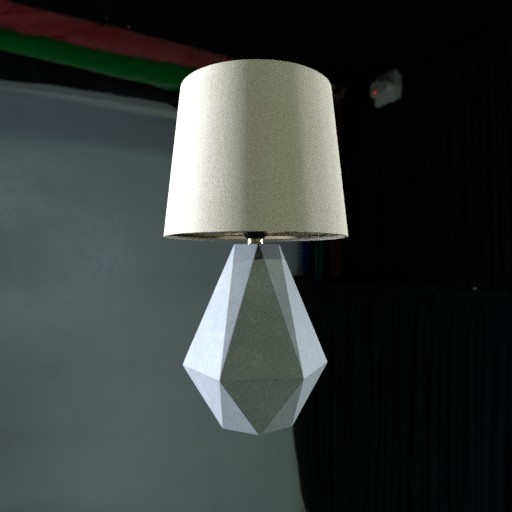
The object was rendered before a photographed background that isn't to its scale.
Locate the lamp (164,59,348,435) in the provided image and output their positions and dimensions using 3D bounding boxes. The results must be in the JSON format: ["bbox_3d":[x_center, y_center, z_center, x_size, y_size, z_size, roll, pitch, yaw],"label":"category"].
[{"bbox_3d":[0.000,0.000,0.677,0.276,0.501,0.276,0,-1,0],"label":"lamp"}]
